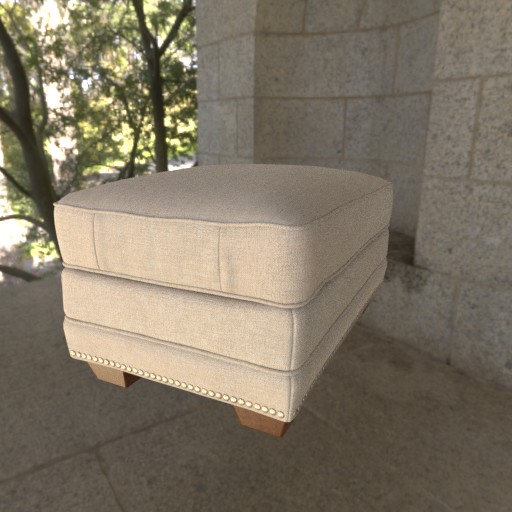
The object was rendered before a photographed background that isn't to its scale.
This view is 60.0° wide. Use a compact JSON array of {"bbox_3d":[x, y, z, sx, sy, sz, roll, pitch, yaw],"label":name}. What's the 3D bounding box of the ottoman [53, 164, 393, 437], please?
[{"bbox_3d":[0.000,0.000,1.146,0.559,0.458,0.813,8,18,25],"label":"ottoman"}]
